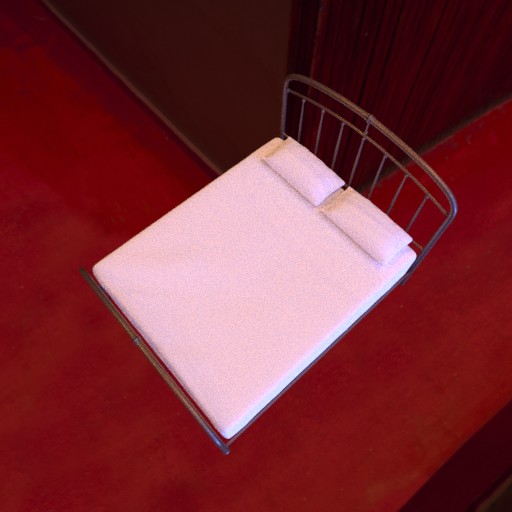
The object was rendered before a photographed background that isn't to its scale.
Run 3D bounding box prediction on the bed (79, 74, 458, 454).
[{"bbox_3d":[0.000,0.000,3.367,2.168,1.475,1.711,-39,69,-17],"label":"bed"}]
